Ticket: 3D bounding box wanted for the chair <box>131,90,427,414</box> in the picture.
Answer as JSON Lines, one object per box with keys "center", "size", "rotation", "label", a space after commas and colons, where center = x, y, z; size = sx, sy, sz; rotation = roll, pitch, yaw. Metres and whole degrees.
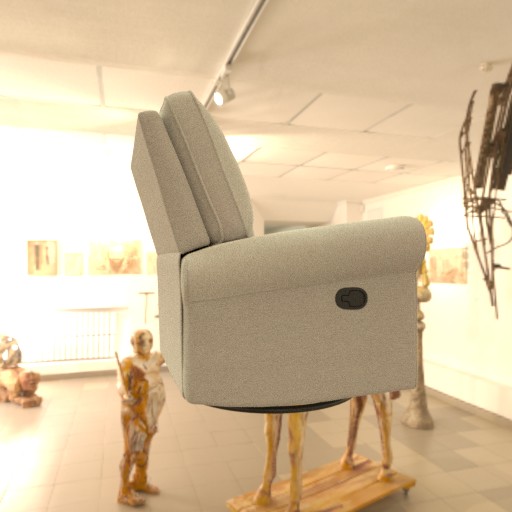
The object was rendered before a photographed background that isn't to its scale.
{"center": [0.000, 0.000, 1.643], "size": [0.878, 0.960, 0.890], "rotation": [0, -1, -17], "label": "chair"}
